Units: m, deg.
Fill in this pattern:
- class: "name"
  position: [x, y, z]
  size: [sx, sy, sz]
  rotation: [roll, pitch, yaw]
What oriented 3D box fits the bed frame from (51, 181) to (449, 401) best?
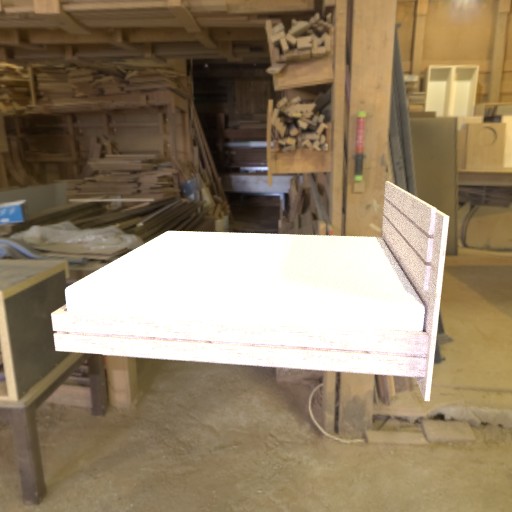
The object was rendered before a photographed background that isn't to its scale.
- class: "bed frame"
  position: [0.000, 0.000, 3.229]
  size: [2.080, 0.970, 1.950]
  rotation: [2, 14, 8]
